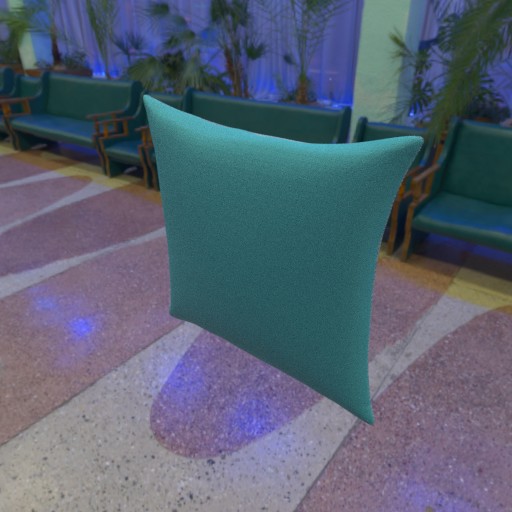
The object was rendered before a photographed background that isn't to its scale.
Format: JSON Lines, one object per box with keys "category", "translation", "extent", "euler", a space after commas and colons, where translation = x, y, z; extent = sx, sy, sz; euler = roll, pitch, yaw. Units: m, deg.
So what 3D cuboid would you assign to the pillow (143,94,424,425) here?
{"category": "pillow", "translation": [0.000, 0.000, 0.780], "extent": [0.514, 0.497, 0.150], "euler": [21, 36, 33]}
